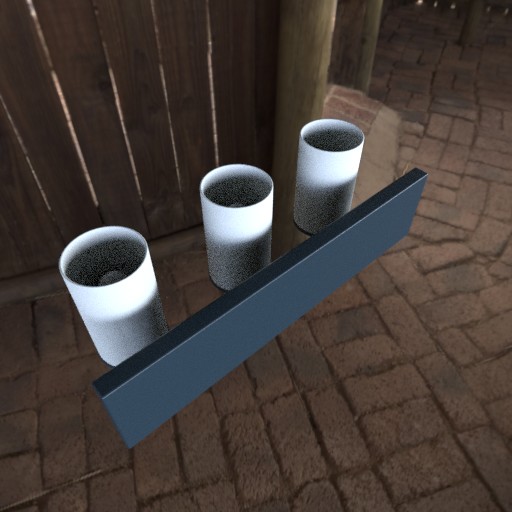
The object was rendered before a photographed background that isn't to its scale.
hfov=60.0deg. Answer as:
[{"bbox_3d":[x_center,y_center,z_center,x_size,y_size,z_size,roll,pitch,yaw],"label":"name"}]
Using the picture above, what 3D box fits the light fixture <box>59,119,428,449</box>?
[{"bbox_3d":[0.000,0.000,0.524,0.451,0.172,0.145,-33,54,-27],"label":"light fixture"}]
